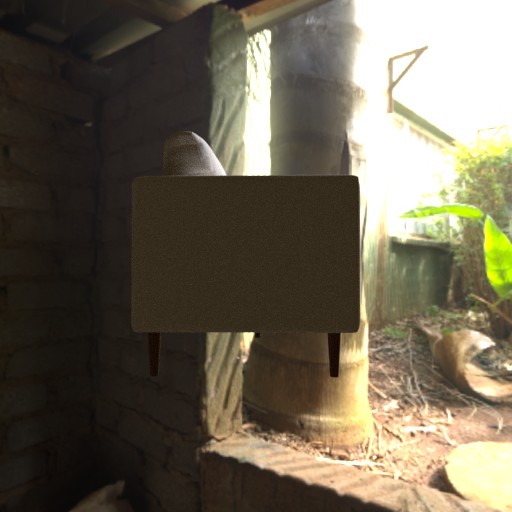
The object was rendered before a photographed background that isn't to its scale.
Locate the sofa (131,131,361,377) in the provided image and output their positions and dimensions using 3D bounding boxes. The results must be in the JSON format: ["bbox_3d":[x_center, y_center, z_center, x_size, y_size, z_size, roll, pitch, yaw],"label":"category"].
[{"bbox_3d":[0.000,0.000,2.492,0.802,0.912,2.029,0,-1,1],"label":"sofa"}]
